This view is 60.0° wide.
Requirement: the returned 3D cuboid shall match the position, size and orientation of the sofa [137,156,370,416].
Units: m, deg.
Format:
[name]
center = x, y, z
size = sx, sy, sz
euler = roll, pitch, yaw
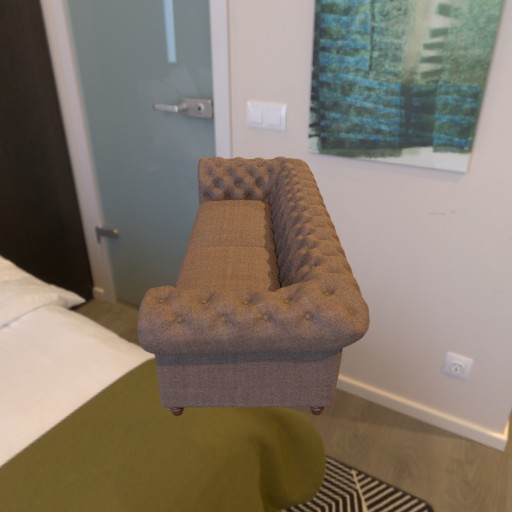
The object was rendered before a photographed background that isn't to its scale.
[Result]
[sofa]
center = 0.000, 0.000, 2.886
size = 0.944, 0.787, 2.385
euler = 0, 27, 0
